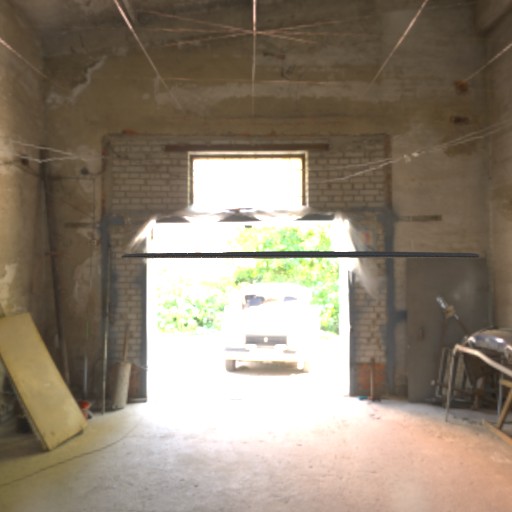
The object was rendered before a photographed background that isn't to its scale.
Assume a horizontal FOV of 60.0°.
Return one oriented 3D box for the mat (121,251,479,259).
[{"bbox_3d":[0.000,0.000,1.635,0.917,0.016,1.220,0,-1,-37],"label":"mat"}]
